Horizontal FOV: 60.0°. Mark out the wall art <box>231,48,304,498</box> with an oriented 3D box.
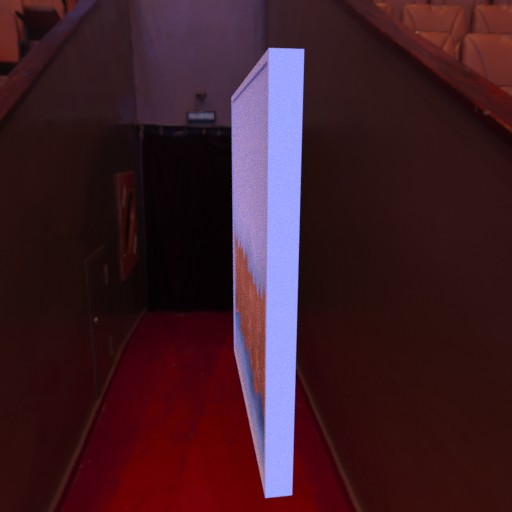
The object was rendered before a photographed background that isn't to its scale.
[{"bbox_3d":[0.000,0.000,0.744,0.039,0.553,0.451,-2,14,-8],"label":"wall art"}]
